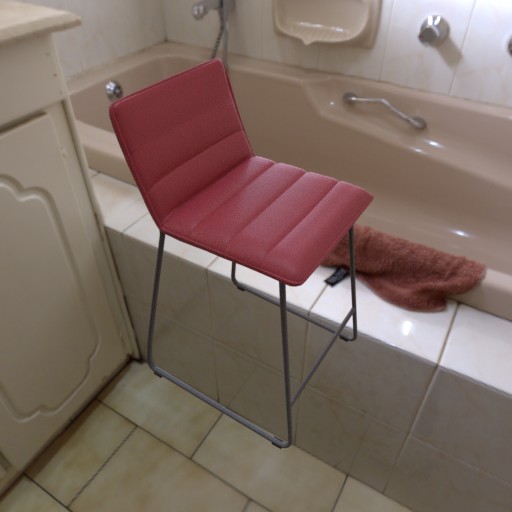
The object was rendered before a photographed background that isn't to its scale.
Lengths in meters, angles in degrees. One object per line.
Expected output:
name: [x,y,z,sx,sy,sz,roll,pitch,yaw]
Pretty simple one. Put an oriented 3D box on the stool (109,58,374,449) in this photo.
stool: [0.000,0.000,1.201,0.524,0.866,0.489,23,46,25]
